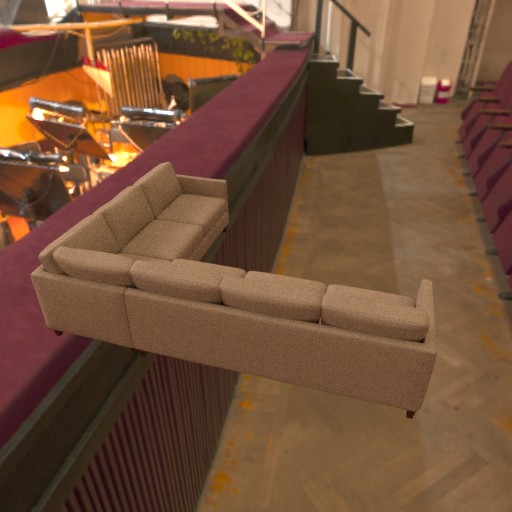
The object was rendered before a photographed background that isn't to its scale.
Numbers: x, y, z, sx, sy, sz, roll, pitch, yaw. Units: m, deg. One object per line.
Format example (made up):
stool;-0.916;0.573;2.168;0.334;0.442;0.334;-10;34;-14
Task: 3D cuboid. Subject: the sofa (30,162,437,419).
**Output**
sofa;0.000;0.000;4.500;3.333;0.934;2.522;9;33;14
